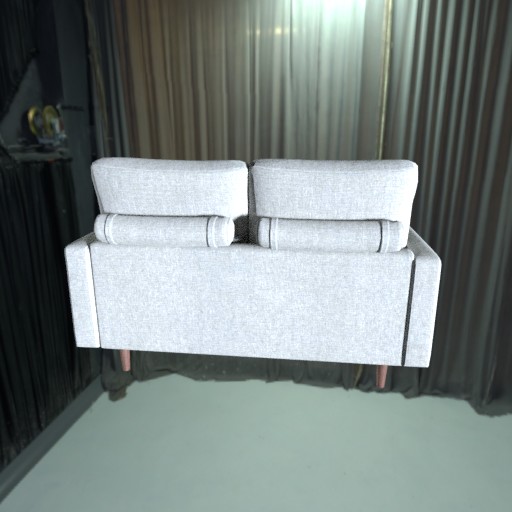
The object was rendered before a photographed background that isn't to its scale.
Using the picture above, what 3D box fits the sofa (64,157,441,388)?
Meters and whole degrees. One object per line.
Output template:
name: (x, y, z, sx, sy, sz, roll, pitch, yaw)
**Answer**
sofa: (0.000, 0.000, 2.020, 1.407, 0.907, 0.842, 2, 17, 7)
